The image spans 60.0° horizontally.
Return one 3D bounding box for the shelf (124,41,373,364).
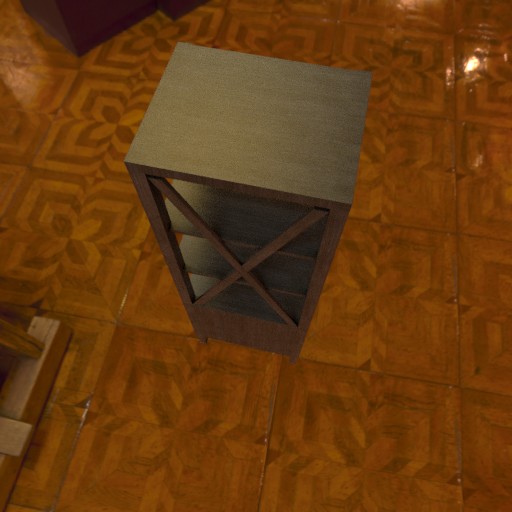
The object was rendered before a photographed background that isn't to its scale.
[{"bbox_3d":[0.000,0.000,1.973,0.584,1.727,0.472,12,64,6],"label":"shelf"}]
